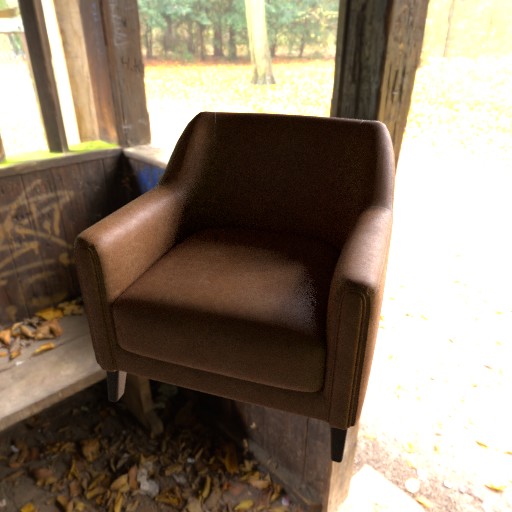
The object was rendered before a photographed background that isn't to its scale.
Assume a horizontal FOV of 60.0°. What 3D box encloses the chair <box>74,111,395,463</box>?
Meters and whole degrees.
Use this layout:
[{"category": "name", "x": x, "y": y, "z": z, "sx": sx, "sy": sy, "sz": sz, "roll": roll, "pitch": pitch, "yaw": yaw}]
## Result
[{"category": "chair", "x": 0.000, "y": 0.000, "z": 1.823, "sx": 1.037, "sy": 0.980, "sz": 1.034, "roll": 9, "pitch": 29, "yaw": 16}]
